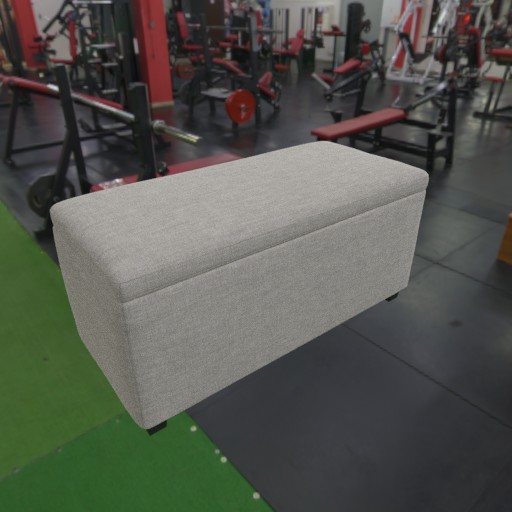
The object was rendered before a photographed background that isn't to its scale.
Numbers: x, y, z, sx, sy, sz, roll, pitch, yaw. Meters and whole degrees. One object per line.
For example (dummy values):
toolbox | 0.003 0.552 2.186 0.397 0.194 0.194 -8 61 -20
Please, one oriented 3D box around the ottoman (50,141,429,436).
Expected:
ottoman | 0.000 0.000 1.183 0.902 0.432 0.419 -21 36 -32
